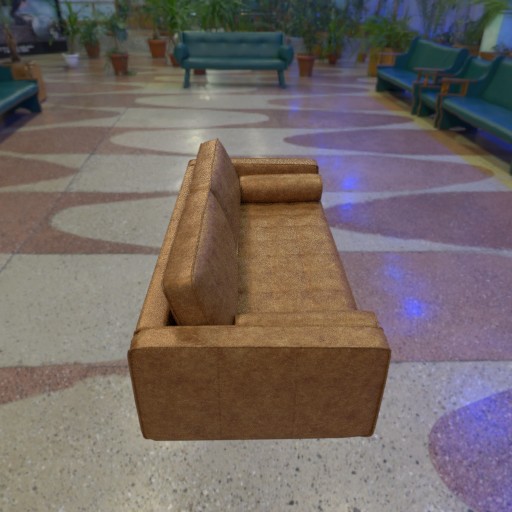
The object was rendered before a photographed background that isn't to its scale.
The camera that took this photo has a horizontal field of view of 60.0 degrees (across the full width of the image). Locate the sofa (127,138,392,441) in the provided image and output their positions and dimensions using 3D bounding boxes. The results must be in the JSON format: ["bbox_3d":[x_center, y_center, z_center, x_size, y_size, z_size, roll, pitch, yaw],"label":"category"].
[{"bbox_3d":[0.000,0.000,2.398,0.924,0.825,1.920,-1,32,-1],"label":"sofa"}]
